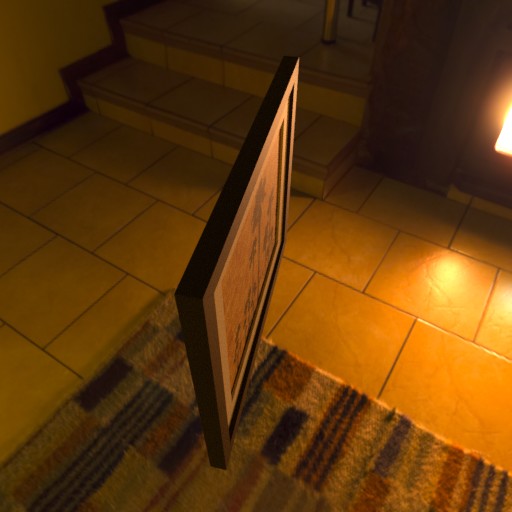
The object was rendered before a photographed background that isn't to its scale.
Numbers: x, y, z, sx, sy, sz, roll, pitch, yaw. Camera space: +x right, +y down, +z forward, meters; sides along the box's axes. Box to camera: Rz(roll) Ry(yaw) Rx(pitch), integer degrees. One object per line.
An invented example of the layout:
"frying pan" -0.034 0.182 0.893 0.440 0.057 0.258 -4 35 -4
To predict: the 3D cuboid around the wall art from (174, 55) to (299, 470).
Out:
"wall art" 0.000 0.000 0.766 0.028 0.460 0.561 9 47 9
